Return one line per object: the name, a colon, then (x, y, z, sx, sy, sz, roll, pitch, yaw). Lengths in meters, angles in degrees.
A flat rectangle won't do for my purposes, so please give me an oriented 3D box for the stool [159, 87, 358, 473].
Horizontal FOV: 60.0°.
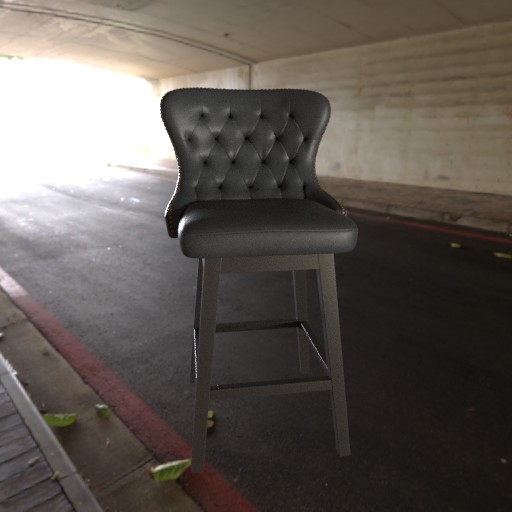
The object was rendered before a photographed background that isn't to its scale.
stool: (0.000, 0.000, 1.311, 0.528, 0.971, 0.593, -2, 17, -8)
